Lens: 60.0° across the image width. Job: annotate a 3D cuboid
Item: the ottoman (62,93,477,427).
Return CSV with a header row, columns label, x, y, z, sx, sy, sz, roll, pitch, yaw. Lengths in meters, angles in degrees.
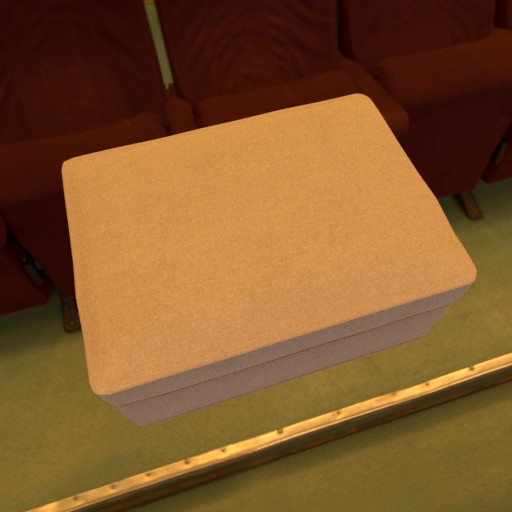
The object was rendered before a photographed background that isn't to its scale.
label,x,y,z,sx,sy,sz,roll,pitch,yaw
ottoman,0.000,0.000,1.204,0.846,0.503,0.617,-15,62,-8
